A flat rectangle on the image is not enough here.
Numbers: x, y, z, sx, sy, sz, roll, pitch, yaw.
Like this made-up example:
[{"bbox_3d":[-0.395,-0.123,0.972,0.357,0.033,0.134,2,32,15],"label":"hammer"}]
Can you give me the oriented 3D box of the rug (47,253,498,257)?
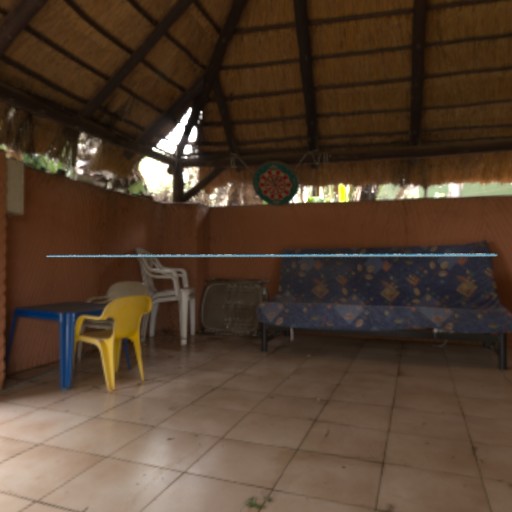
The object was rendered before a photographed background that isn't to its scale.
[{"bbox_3d":[0.000,0.000,2.376,2.196,0.011,0.662,0,0,19],"label":"rug"}]
